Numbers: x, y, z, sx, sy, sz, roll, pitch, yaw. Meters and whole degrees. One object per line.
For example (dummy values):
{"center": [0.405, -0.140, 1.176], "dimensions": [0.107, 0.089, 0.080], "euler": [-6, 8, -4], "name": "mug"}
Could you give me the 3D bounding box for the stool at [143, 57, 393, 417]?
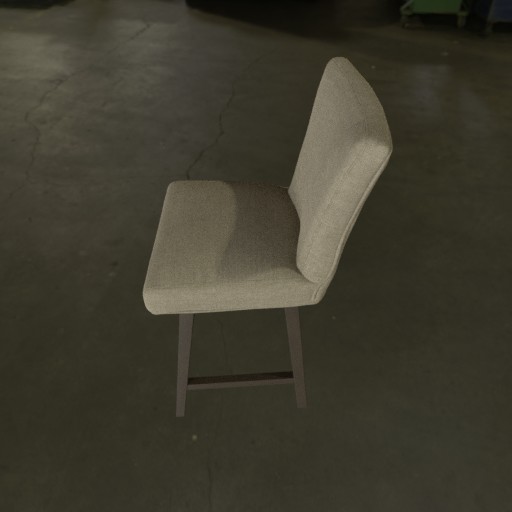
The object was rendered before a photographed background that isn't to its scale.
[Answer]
{"center": [0.000, 0.000, 1.336], "dimensions": [0.574, 1.000, 0.514], "euler": [-1, 42, -1], "name": "stool"}
